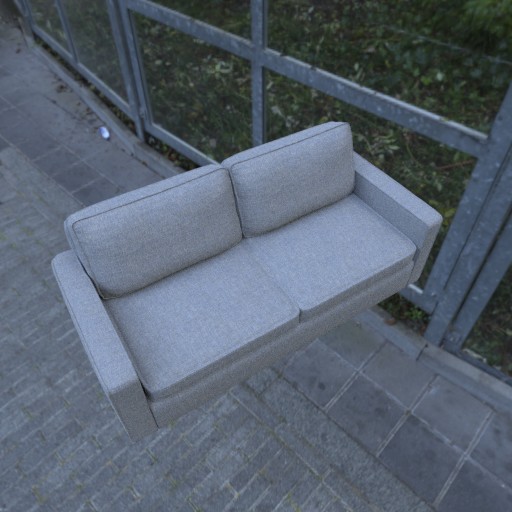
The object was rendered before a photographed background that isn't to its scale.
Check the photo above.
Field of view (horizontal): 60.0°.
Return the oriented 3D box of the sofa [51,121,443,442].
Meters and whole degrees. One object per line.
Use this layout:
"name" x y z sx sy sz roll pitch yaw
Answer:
"sofa" 0.000 0.000 2.591 2.078 0.918 0.945 -25 51 -22
